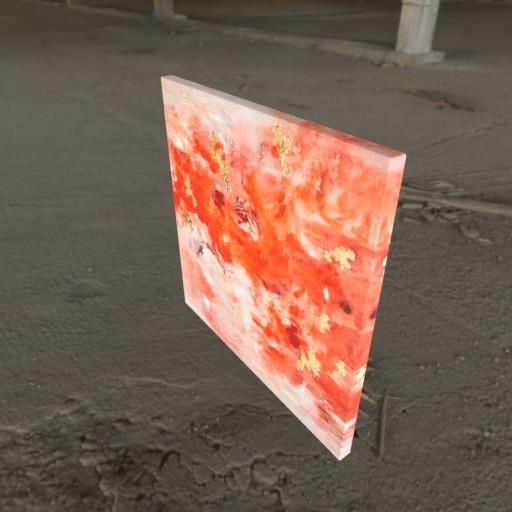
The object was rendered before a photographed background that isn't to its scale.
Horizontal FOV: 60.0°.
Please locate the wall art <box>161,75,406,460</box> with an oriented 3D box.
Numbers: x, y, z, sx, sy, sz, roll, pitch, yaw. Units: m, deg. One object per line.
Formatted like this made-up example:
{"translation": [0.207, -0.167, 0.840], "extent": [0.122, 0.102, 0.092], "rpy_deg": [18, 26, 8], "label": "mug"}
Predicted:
{"translation": [0.000, 0.000, 1.114], "extent": [0.064, 0.746, 0.747], "rpy_deg": [-22, 39, -30], "label": "wall art"}
